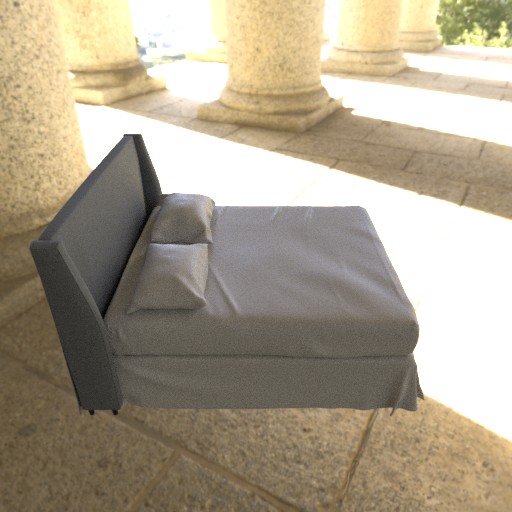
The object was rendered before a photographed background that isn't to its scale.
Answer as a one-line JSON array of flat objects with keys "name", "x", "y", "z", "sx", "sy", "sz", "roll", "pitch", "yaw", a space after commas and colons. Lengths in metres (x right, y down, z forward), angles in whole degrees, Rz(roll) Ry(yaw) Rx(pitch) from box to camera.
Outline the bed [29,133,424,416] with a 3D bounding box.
[{"name": "bed", "x": 0.000, "y": 0.000, "z": 3.333, "sx": 2.276, "sy": 1.332, "sz": 1.925, "roll": 0, "pitch": 32, "yaw": 0}]
